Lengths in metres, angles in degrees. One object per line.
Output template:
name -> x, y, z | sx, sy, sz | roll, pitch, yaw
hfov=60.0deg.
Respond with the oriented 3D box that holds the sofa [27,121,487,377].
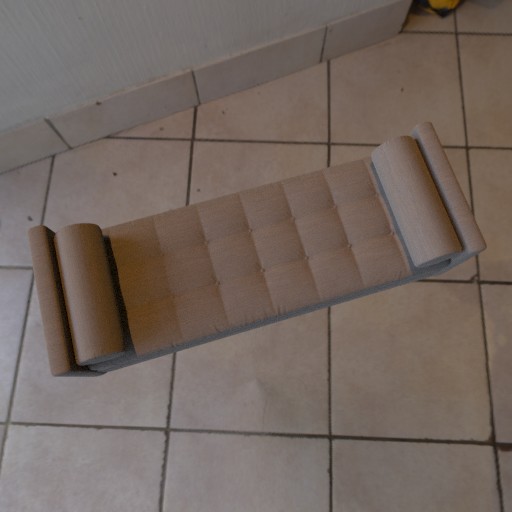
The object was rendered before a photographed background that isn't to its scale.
sofa -> 0.000, 0.000, 2.287 | 1.981, 0.635, 0.686 | -16, 75, -4
